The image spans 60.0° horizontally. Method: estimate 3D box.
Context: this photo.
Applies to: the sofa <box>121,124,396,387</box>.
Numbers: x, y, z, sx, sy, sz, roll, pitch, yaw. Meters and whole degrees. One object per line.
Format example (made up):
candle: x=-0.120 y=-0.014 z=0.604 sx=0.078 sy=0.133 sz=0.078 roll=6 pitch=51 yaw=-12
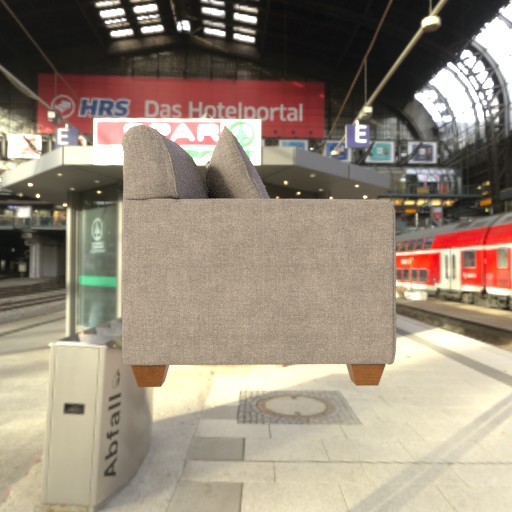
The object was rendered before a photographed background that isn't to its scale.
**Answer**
sofa: x=0.000 y=0.000 z=2.529 sx=0.997 sy=0.958 sz=2.024 roll=0 pitch=-1 yaw=-1
